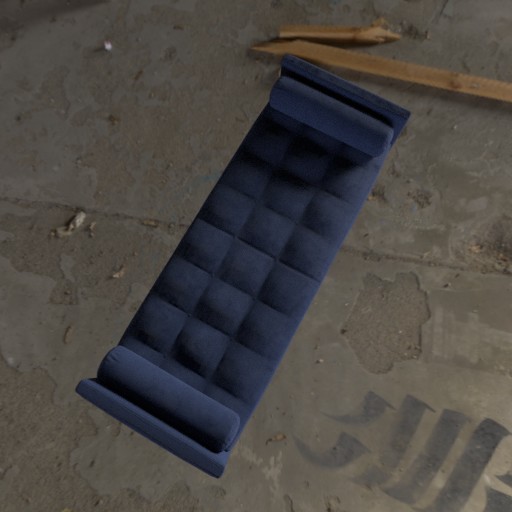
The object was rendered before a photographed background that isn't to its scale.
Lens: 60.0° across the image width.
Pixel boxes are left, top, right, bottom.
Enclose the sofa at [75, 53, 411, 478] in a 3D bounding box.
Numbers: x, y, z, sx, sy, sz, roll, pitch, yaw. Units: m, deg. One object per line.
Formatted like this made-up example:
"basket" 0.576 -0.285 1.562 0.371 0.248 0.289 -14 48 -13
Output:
"sofa" 0.000 0.000 2.514 0.797 0.657 2.102 28 77 7
